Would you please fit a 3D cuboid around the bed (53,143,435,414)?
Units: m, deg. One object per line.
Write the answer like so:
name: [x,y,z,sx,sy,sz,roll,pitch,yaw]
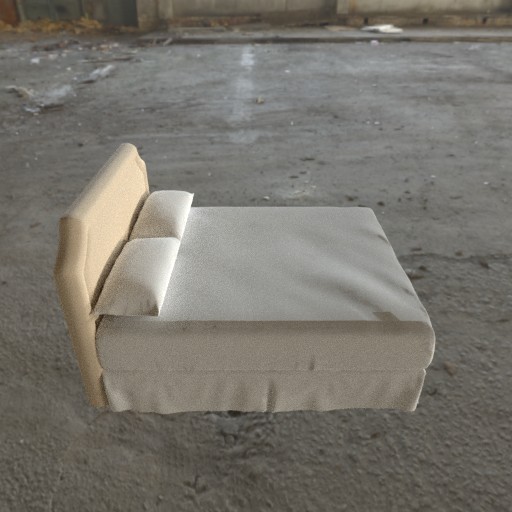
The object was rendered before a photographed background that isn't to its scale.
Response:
bed: [0.000,0.000,3.868,2.548,1.524,2.134,0,32,0]
